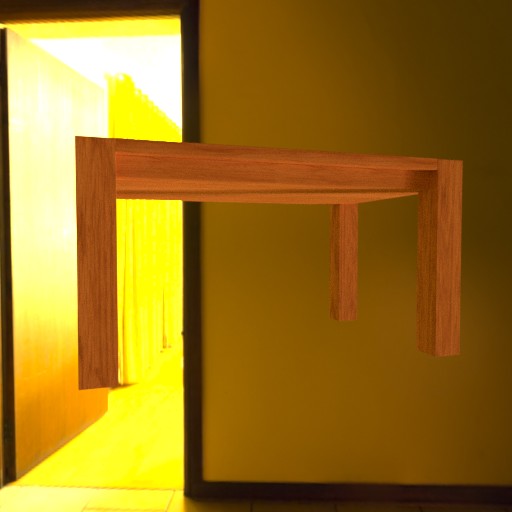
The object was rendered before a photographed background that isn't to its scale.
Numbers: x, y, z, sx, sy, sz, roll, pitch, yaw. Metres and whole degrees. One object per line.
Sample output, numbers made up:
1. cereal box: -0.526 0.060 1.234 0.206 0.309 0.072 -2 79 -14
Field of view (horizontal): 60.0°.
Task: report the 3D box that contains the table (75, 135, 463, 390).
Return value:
1. table: 0.000 0.000 1.953 1.400 0.760 0.900 -1 2 -17
